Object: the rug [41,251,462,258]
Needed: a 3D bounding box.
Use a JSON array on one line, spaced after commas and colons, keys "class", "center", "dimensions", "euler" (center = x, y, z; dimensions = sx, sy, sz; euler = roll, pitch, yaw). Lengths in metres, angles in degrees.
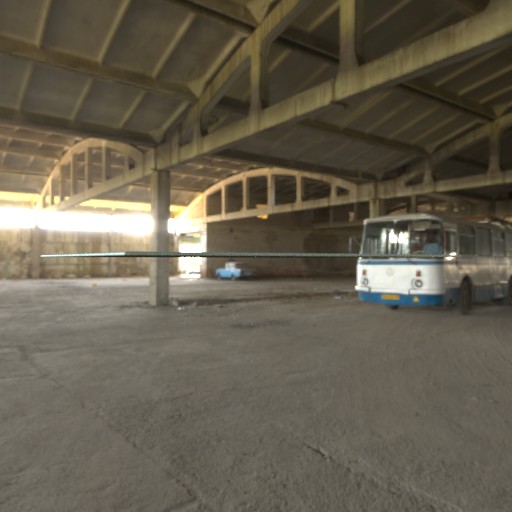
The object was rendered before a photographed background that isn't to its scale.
[{"class": "rug", "center": [0.000, 0.000, 2.319], "dimensions": [1.840, 0.012, 1.219], "euler": [0, -1, -36]}]
